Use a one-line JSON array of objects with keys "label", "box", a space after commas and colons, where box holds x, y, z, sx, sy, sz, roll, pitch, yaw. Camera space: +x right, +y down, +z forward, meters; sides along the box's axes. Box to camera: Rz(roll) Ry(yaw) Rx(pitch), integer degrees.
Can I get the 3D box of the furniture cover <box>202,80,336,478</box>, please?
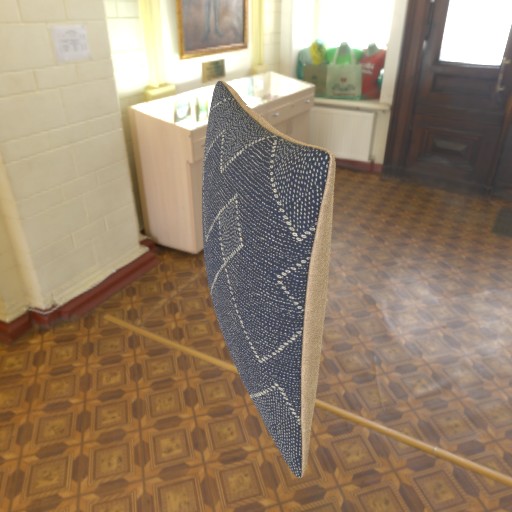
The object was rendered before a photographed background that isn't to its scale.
[{"label": "furniture cover", "box": [0.000, 0.000, 0.764, 0.162, 0.503, 0.511, -8, 30, -14]}]
